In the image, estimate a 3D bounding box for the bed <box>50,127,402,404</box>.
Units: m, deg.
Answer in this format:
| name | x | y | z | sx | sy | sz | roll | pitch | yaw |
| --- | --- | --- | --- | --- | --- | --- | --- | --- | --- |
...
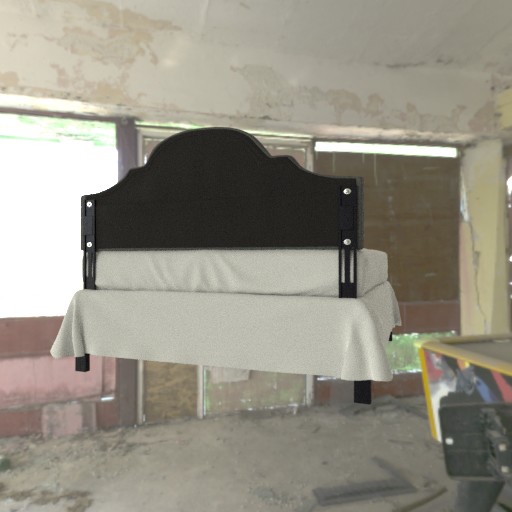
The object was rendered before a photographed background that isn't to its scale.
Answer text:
| name | x | y | z | sx | sy | sz | roll | pitch | yaw |
| --- | --- | --- | --- | --- | --- | --- | --- | --- | --- |
| bed | 0.000 | 0.000 | 3.703 | 2.303 | 1.631 | 2.222 | 0 | 0 | 20 |
